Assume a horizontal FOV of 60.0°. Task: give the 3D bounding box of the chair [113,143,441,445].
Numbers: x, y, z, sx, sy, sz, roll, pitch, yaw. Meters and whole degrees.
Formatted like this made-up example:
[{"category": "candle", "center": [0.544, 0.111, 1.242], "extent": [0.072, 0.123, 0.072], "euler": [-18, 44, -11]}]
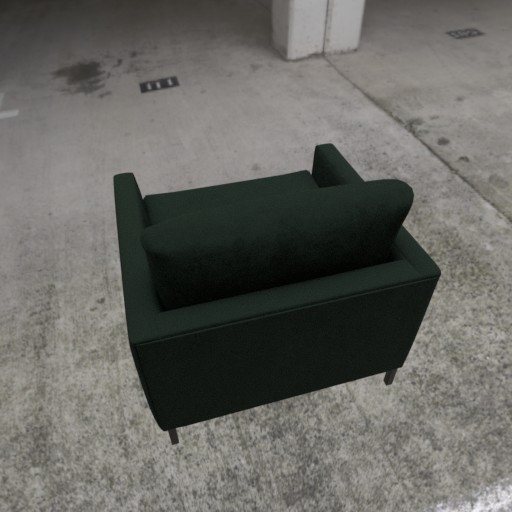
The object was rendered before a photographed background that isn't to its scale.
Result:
[{"category": "chair", "center": [0.000, 0.000, 1.672], "extent": [0.963, 0.861, 0.866], "euler": [-11, 43, -12]}]
